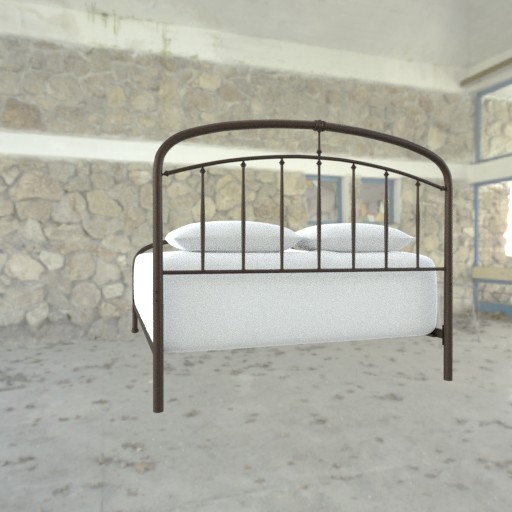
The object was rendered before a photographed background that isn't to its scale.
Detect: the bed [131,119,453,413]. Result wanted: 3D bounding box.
[{"bbox_3d":[0.000,0.000,3.312,1.711,1.425,2.180,0,0,-18],"label":"bed"}]
